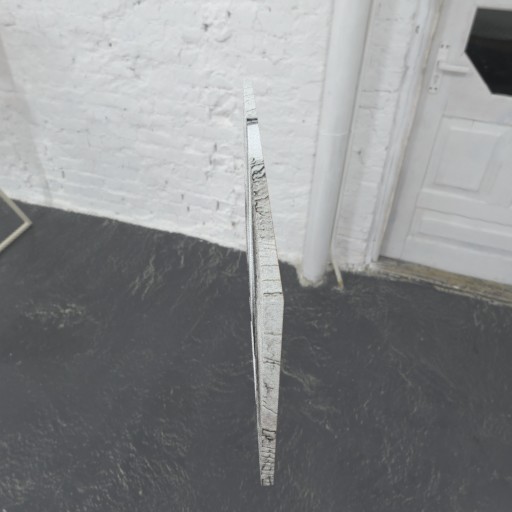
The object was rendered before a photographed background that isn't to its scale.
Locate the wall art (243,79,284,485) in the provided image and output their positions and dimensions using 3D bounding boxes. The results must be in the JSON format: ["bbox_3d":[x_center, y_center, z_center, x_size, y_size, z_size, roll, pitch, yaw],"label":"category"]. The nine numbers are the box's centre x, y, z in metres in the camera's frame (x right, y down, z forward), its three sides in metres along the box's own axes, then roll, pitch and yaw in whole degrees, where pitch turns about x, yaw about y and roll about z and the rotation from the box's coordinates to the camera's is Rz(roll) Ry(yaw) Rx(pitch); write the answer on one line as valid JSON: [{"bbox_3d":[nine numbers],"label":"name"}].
[{"bbox_3d":[0.000,0.000,1.458,0.035,0.758,1.141,-2,40,-2],"label":"wall art"}]
